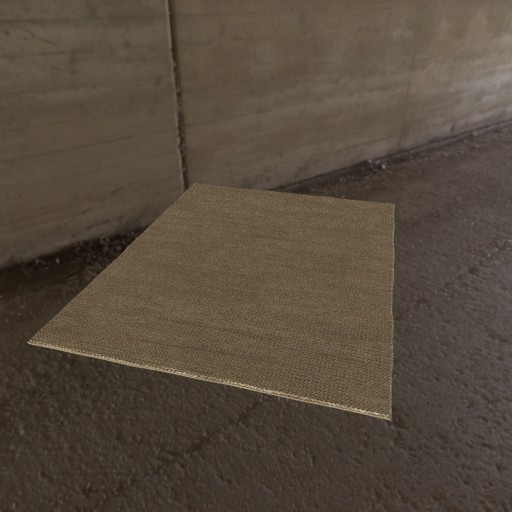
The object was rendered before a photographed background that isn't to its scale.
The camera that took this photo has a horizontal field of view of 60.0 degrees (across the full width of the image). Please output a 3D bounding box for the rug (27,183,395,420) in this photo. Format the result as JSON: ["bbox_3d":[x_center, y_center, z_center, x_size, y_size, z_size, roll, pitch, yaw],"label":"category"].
[{"bbox_3d":[0.000,0.000,4.021,2.429,0.030,3.052,8,32,13],"label":"rug"}]
